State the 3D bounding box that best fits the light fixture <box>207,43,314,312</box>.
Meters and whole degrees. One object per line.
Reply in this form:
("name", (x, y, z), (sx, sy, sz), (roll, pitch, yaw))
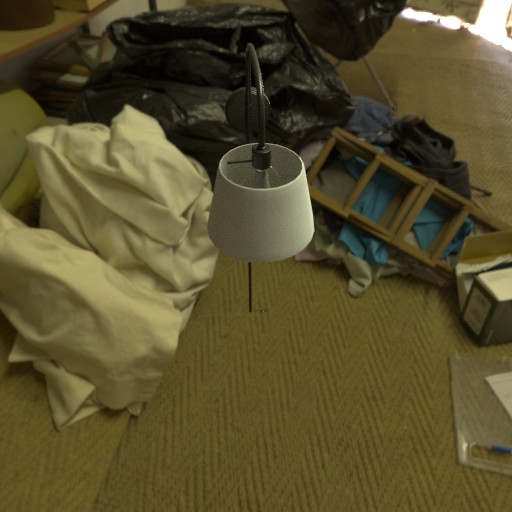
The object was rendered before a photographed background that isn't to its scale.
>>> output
("light fixture", (0.000, 0.000, 0.467), (0.092, 0.399, 0.176), (-4, 44, -4))
